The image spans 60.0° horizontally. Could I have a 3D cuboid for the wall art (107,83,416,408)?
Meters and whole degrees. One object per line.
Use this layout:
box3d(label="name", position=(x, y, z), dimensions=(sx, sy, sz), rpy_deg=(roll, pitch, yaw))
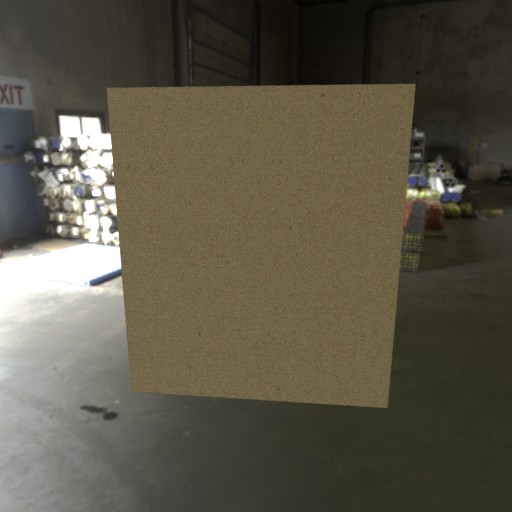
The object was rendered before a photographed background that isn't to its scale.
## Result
box3d(label="wall art", position=(0.000, 0.000, 1.201), dimensions=(0.755, 0.863, 0.028), rpy_deg=(2, 15, 6))
